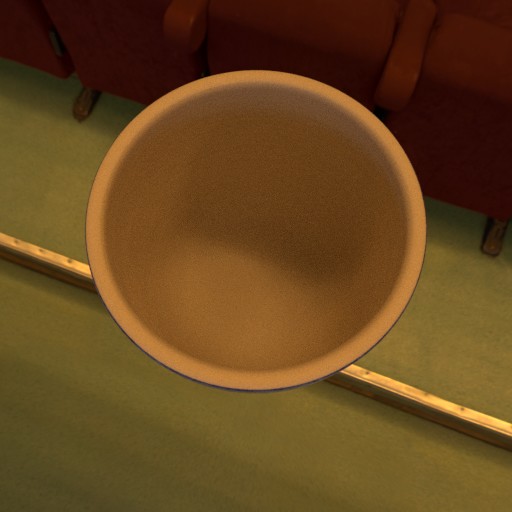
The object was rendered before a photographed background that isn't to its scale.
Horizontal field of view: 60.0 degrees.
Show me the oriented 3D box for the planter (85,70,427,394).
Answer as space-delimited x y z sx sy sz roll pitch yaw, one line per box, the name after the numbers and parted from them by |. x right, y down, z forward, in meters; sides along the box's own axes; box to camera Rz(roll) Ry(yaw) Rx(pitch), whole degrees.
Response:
0.000 0.000 0.282 0.165 0.149 0.165 0 74 0 | planter
